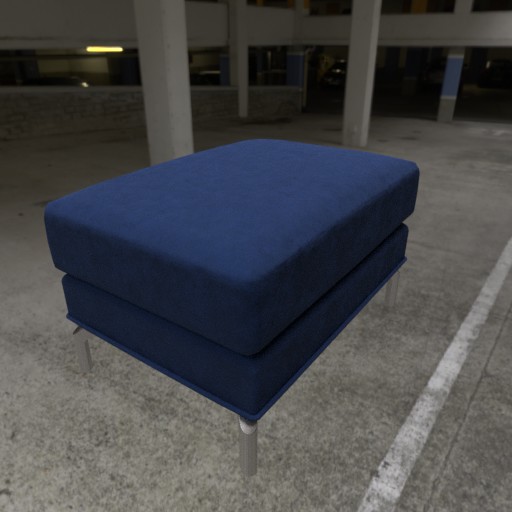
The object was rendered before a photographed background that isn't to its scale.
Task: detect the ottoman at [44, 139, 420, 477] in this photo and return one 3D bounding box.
[{"bbox_3d":[0.000,0.000,1.199,0.587,0.498,0.835,17,31,32],"label":"ottoman"}]
